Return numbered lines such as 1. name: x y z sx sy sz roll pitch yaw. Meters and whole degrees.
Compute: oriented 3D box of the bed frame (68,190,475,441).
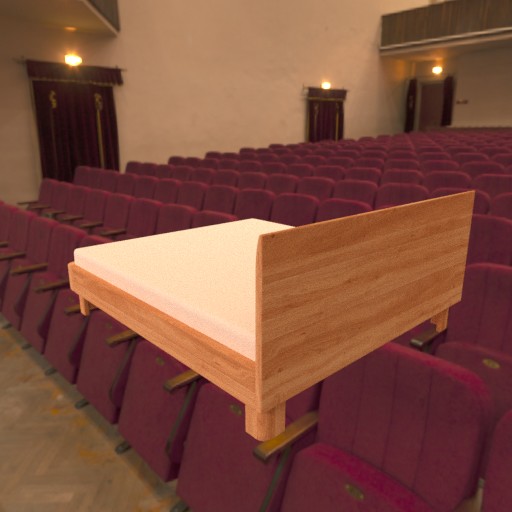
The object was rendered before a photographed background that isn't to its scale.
1. bed frame: 0.000 0.000 3.077 1.872 0.940 2.092 -14 21 -41
